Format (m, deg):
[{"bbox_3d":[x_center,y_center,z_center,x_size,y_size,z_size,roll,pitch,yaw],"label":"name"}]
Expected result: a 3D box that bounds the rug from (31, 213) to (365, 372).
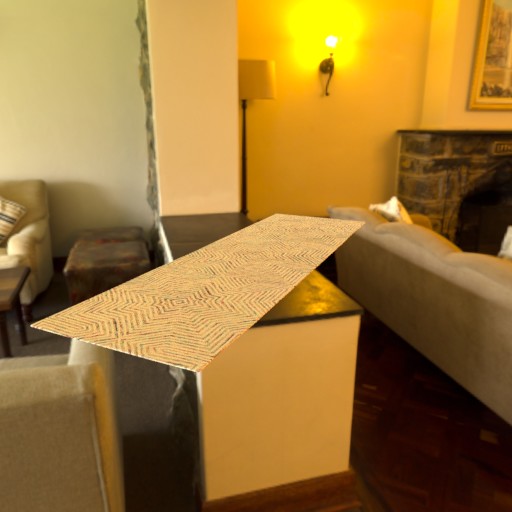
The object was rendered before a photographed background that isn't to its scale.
[{"bbox_3d":[0.000,0.000,2.598,0.771,0.009,2.443,8,18,24],"label":"rug"}]
